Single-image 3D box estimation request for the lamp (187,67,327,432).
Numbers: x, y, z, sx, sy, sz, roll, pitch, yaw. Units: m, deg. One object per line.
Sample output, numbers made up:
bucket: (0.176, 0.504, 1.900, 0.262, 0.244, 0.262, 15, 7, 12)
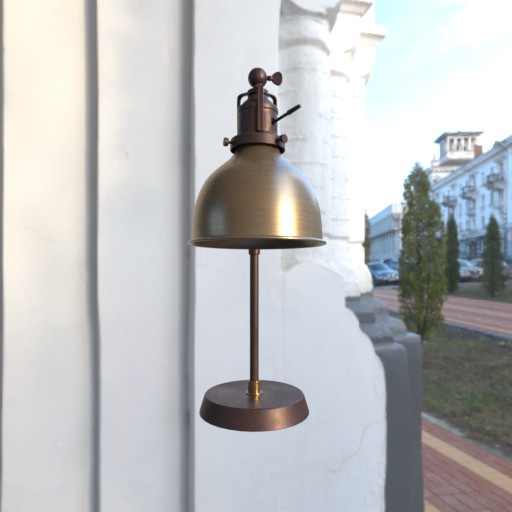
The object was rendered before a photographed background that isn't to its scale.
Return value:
lamp: (0.000, 0.000, 0.608, 0.175, 0.469, 0.298, 0, -1, 1)
